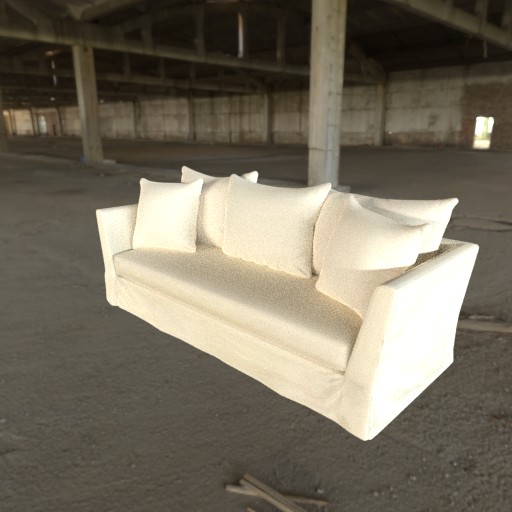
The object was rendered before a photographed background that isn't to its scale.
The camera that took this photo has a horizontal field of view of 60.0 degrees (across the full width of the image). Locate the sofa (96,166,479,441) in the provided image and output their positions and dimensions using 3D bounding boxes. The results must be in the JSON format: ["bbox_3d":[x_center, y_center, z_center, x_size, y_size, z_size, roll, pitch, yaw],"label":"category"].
[{"bbox_3d":[0.000,0.000,2.983,2.484,1.042,1.030,15,22,42],"label":"sofa"}]
